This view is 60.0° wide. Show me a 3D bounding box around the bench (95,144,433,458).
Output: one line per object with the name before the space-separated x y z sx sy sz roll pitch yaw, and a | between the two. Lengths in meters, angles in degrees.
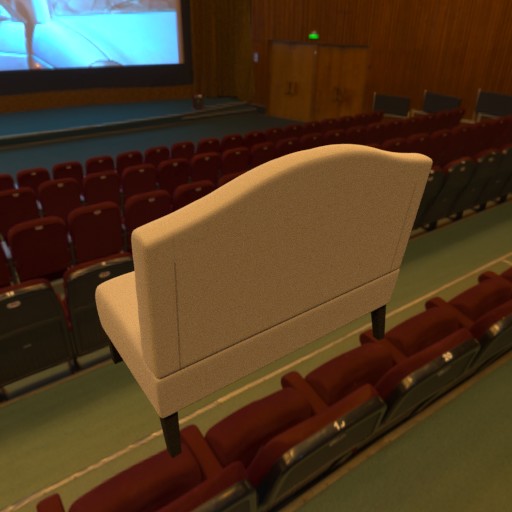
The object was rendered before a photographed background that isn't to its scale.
bench | 0.000 0.000 2.068 1.335 1.180 0.815 -20 35 -30
